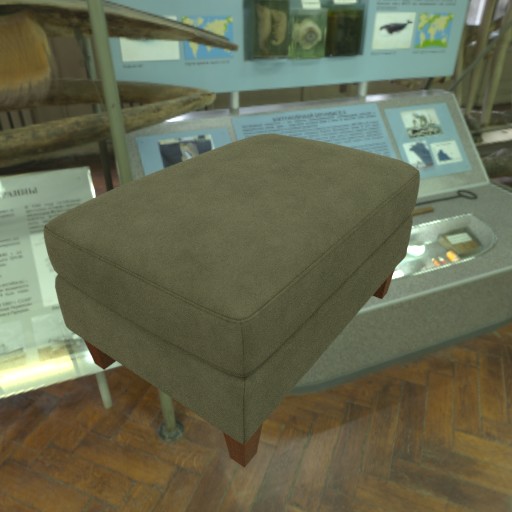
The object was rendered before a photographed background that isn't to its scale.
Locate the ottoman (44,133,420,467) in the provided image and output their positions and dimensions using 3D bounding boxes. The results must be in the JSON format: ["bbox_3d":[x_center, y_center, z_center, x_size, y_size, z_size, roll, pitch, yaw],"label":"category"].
[{"bbox_3d":[0.000,0.000,1.200,0.584,0.483,0.864,21,37,30],"label":"ottoman"}]
